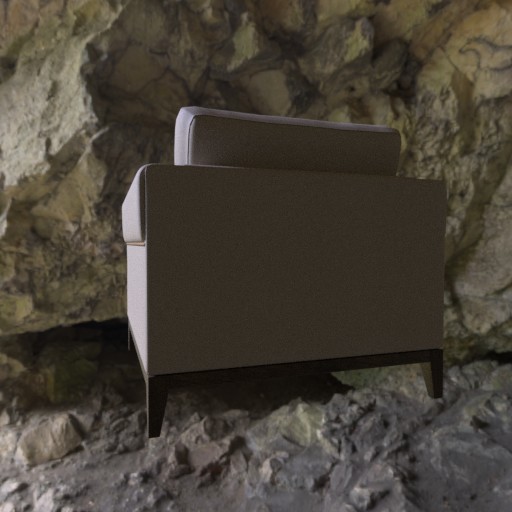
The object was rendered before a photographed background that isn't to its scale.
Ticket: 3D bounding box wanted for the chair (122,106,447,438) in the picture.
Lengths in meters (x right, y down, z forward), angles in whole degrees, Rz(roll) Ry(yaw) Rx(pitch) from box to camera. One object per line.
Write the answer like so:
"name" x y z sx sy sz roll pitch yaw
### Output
"chair" 0.000 0.000 1.638 0.914 0.838 0.959 -1 2 -19
